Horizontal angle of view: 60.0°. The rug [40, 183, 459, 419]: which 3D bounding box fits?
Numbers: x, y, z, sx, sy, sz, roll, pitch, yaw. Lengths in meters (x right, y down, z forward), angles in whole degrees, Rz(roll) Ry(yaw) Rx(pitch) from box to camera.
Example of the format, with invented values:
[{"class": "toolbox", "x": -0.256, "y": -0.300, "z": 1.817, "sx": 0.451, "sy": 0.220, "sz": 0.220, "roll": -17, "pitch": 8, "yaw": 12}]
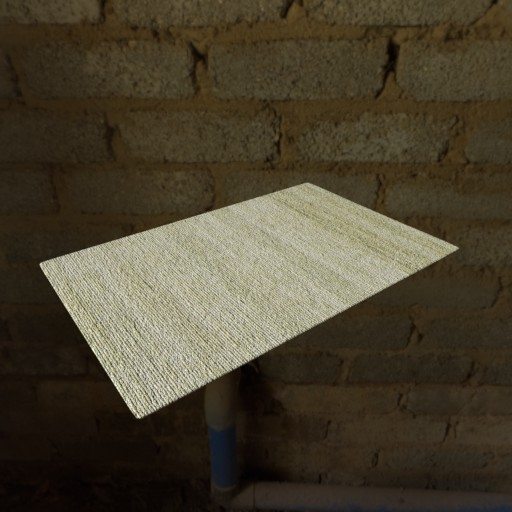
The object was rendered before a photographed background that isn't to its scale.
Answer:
[{"class": "rug", "x": 0.000, "y": 0.000, "z": 2.194, "sx": 1.758, "sy": 0.010, "sz": 1.143, "roll": -21, "pitch": 37, "yaw": -31}]
